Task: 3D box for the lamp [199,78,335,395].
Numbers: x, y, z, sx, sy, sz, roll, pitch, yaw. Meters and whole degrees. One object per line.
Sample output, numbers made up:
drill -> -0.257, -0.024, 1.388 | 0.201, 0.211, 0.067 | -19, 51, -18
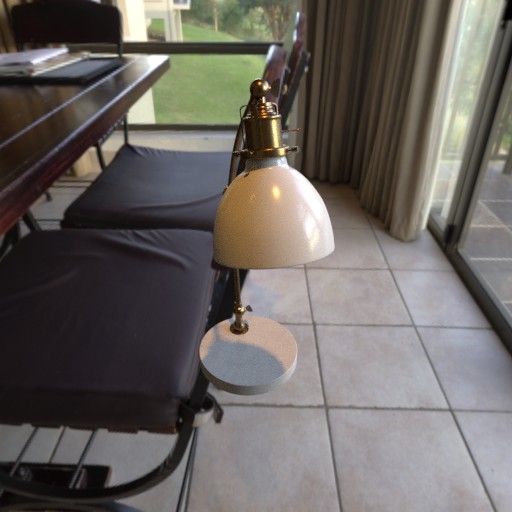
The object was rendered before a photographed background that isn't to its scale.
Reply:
lamp -> 0.000, 0.000, 0.678 | 0.186, 0.522, 0.317 | -10, 34, -15
